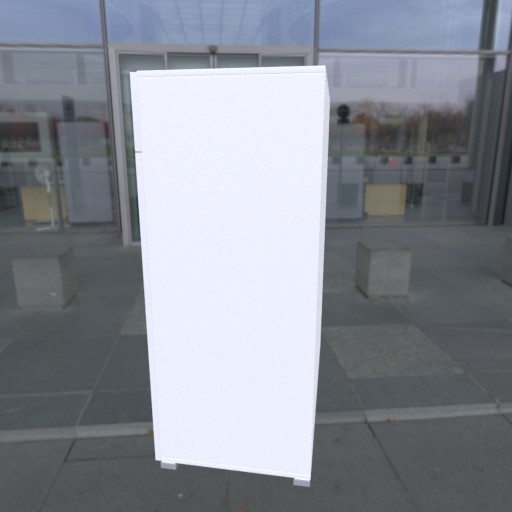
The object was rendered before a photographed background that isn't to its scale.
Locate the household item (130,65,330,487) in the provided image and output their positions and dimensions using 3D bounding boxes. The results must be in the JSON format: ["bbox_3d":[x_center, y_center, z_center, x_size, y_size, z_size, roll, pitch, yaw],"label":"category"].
[{"bbox_3d":[0.000,0.000,1.428,0.420,1.010,0.790,2,15,10],"label":"household item"}]
